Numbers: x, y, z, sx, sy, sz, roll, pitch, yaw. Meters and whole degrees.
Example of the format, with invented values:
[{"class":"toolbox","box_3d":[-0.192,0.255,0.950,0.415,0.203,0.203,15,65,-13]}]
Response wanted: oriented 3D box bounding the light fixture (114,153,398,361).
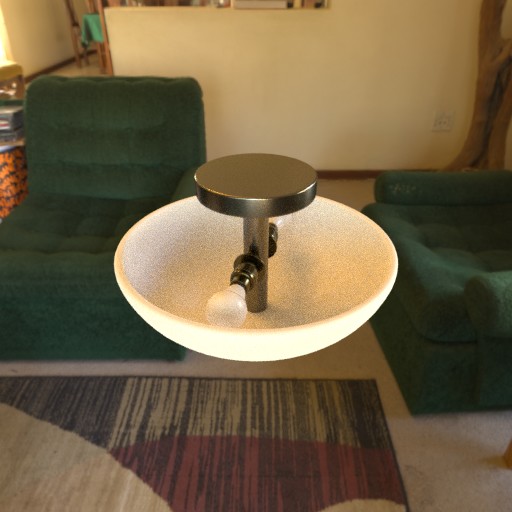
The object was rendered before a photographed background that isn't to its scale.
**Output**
[{"class":"light fixture","box_3d":[0.000,0.000,0.542,0.330,0.214,0.330,0,32,0]}]
